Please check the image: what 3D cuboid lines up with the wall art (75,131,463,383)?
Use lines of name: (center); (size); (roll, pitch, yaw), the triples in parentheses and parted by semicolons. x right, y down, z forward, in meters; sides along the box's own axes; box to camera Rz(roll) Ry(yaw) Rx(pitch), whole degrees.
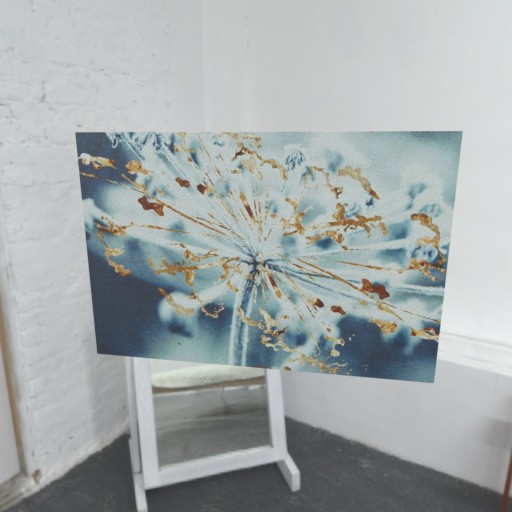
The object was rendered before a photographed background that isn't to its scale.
wall art: (0.000, 0.000, 1.127); (0.912, 0.608, 0.038); (3, 15, 10)
